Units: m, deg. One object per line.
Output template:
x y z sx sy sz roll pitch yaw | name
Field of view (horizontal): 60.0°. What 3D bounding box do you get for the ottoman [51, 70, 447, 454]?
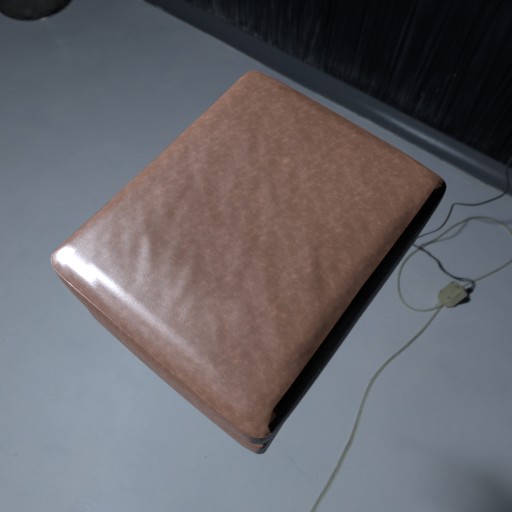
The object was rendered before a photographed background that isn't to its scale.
0.000 0.000 1.137 0.603 0.476 0.751 36 70 15 | ottoman
